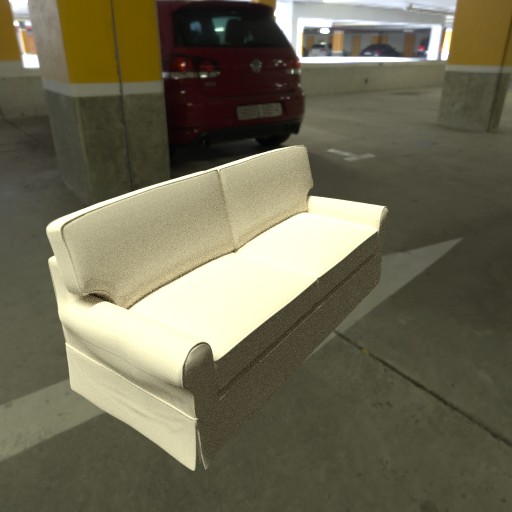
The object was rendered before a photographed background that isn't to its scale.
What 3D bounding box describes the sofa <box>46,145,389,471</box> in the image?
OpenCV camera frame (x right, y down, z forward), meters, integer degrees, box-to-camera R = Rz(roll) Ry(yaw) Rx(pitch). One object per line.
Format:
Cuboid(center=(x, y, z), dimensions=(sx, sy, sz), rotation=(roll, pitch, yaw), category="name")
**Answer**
Cuboid(center=(0.000, 0.000, 2.490), dimensions=(0.862, 0.937, 2.021), rotation=(17, 30, 31), category="sofa")
